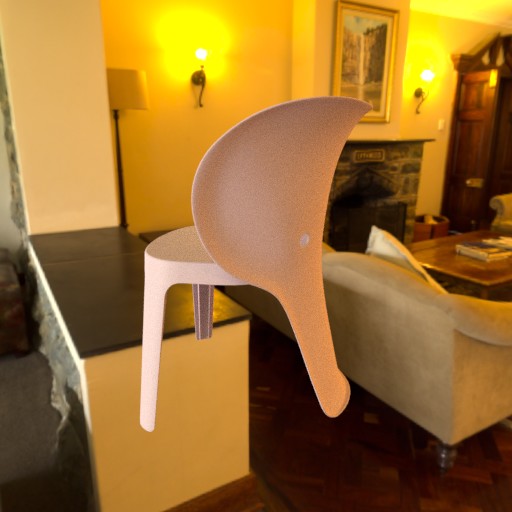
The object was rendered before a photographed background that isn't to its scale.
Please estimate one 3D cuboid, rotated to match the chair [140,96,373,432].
[{"bbox_3d":[0.000,0.000,0.856,0.402,0.554,0.451,3,16,10],"label":"chair"}]
